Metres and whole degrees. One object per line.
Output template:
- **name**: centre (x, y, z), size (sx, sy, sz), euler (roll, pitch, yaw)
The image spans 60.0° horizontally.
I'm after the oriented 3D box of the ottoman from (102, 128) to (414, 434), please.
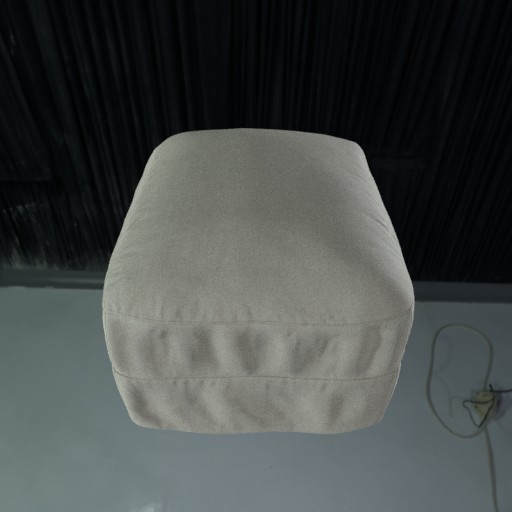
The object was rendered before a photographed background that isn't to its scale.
- **ottoman**: centre (0.000, 0.000, 1.080), size (0.584, 0.480, 0.712), euler (0, 41, 0)
